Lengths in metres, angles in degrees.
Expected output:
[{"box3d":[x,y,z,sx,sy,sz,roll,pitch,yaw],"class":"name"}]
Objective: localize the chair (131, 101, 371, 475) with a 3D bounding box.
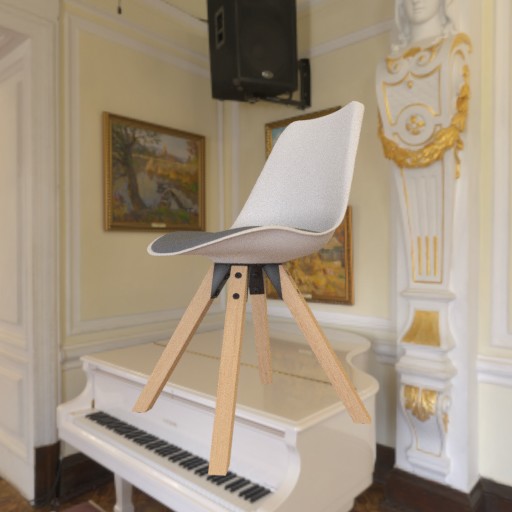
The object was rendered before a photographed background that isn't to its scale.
[{"box3d":[0.000,0.000,1.177,0.550,0.850,0.485,-1,1,-36],"class":"chair"}]
